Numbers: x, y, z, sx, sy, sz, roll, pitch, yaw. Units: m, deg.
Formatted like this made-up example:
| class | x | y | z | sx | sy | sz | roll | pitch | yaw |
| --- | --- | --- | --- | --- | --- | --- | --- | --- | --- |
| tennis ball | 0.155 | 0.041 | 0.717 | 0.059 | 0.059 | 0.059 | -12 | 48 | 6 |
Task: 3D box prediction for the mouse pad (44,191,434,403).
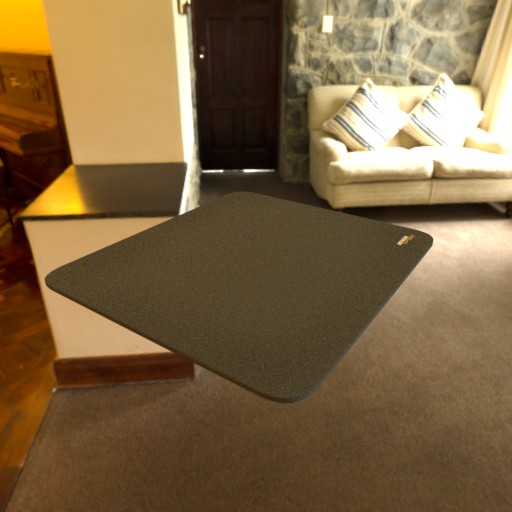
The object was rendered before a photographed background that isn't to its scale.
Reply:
| class | x | y | z | sx | sy | sz | roll | pitch | yaw |
| --- | --- | --- | --- | --- | --- | --- | --- | --- | --- |
| mouse pad | 0.000 | 0.000 | 0.328 | 0.203 | 0.003 | 0.229 | 18 | 32 | 31 |
